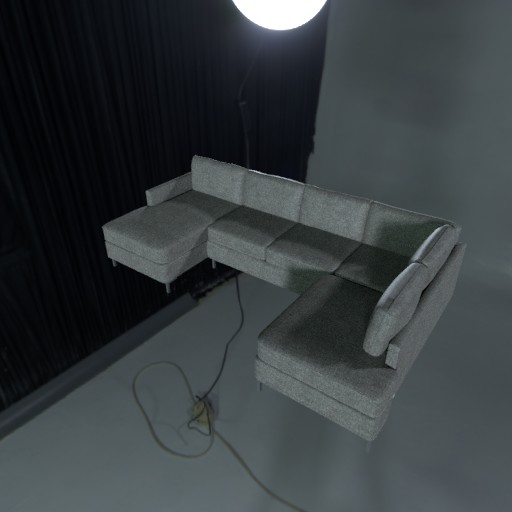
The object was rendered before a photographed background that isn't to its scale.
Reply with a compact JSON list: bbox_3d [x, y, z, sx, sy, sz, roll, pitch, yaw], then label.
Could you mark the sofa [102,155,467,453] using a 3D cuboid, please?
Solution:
[{"bbox_3d":[0.000,0.000,4.346,3.423,0.999,2.048,21,37,30],"label":"sofa"}]
